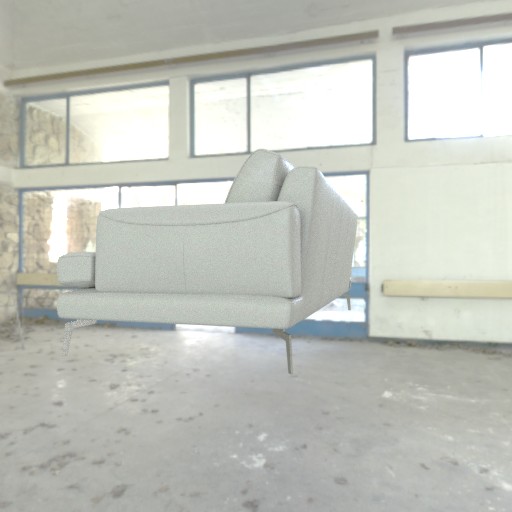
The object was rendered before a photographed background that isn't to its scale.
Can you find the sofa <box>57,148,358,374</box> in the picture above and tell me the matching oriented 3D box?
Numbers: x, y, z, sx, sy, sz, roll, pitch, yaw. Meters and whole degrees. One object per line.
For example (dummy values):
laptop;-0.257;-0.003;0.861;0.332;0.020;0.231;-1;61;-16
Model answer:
sofa;0.000;0.000;2.423;0.974;0.765;1.940;0;-1;18
